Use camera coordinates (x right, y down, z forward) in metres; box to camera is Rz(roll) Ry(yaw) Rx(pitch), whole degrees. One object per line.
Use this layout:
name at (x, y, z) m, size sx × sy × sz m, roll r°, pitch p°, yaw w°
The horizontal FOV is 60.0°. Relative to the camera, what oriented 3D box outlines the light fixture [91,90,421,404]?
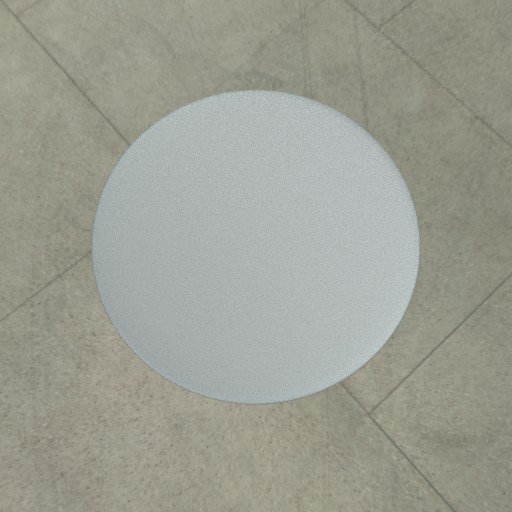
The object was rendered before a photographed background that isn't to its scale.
light fixture at (0.000, 0.000, 0.638) m, size 0.393 × 0.229 × 0.393 m, roll 0°, pitch 75°, yaw 0°
